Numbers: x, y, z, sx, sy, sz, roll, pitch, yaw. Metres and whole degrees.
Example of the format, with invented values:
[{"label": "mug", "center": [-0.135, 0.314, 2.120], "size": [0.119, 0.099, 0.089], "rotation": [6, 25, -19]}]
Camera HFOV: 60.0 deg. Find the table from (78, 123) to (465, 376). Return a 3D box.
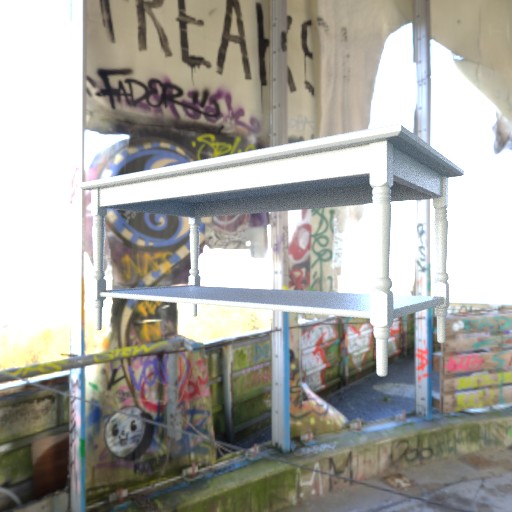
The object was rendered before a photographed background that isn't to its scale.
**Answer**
[{"label": "table", "center": [0.000, 0.000, 1.401], "size": [1.109, 0.506, 0.551], "rotation": [0, -1, 37]}]
